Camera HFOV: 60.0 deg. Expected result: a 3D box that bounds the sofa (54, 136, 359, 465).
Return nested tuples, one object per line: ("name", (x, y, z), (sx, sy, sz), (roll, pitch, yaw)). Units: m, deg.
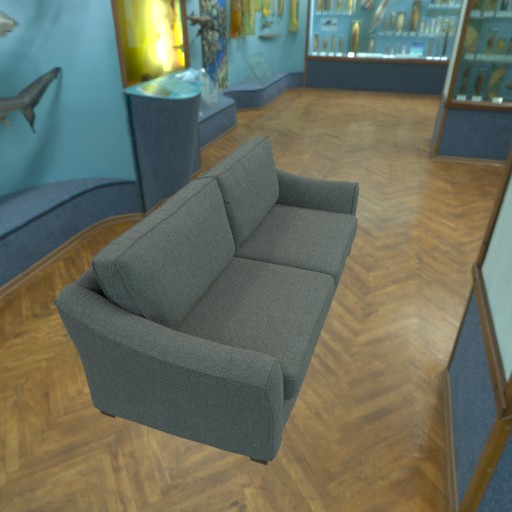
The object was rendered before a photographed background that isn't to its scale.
("sofa", (0.000, 0.000, 2.715), (1.013, 0.976, 2.203), (10, 32, 17))
